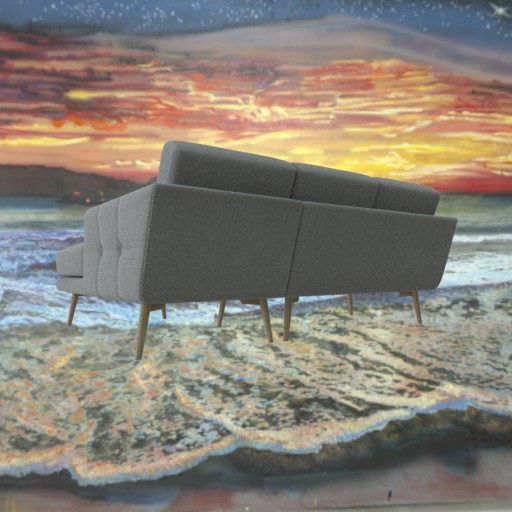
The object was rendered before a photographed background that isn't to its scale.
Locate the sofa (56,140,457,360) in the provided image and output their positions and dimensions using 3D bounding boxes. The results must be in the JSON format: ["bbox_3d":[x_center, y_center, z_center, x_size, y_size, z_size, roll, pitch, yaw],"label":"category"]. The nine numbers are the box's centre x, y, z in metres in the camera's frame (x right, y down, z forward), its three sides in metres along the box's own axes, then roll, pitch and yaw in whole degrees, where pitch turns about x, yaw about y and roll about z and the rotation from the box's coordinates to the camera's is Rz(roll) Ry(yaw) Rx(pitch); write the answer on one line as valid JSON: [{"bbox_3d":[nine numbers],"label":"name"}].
[{"bbox_3d":[0.000,0.000,2.758,2.040,0.860,1.530,1,-2,-36],"label":"sofa"}]
